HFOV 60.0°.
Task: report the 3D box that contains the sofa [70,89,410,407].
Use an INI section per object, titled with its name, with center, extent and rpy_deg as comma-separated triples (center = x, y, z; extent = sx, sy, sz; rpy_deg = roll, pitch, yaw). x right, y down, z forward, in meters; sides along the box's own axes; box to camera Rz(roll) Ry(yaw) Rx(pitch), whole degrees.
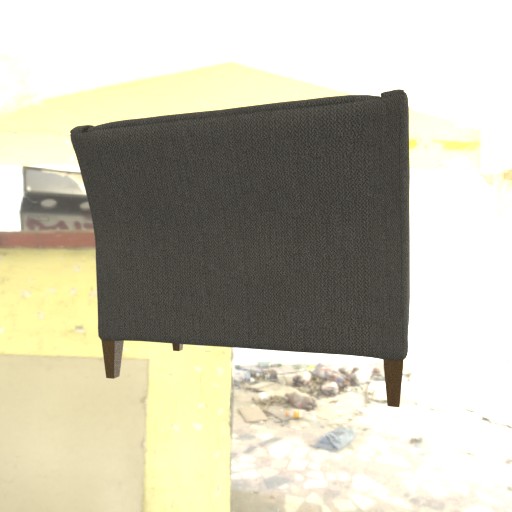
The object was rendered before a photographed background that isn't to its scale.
[sofa]
center = 0.000, 0.000, 1.895
extent = 1.242, 1.022, 0.873
rpy_deg = 0, 0, 18
